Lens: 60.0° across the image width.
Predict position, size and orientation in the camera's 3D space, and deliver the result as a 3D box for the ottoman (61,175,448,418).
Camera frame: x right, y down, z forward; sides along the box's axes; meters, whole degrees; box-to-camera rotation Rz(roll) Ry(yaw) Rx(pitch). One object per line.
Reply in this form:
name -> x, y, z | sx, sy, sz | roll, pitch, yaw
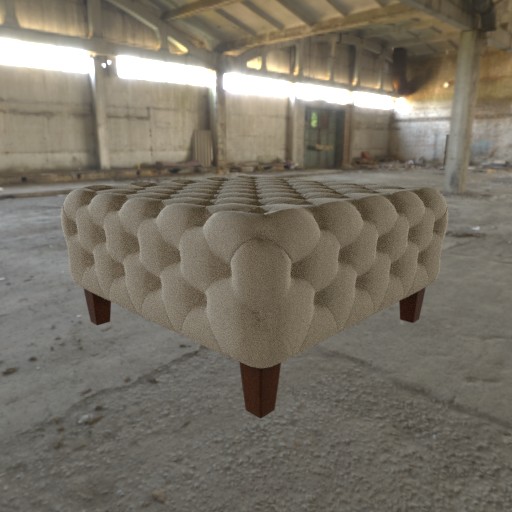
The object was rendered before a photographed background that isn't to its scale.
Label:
ottoman -> 0.000, 0.000, 1.203 | 0.755, 0.376, 0.753 | 13, 19, 42
